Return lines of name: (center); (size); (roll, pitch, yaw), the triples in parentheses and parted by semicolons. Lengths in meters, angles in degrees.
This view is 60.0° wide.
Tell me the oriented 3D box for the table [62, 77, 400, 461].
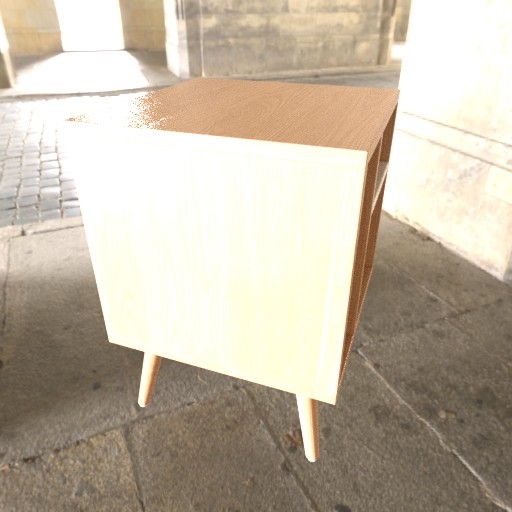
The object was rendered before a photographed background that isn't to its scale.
table: (0.000, 0.000, 0.825); (0.400, 0.550, 0.400); (11, 32, 18)
